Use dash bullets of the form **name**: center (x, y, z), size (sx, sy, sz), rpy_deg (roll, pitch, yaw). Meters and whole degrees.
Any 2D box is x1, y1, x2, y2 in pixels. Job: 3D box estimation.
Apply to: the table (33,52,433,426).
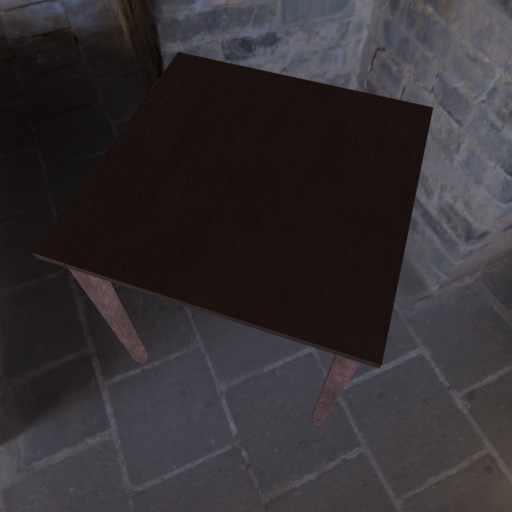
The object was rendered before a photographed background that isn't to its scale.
- **table**: center (0.000, 0.000, 1.395), size (0.749, 0.770, 0.749), rpy_deg (16, 60, 10)
